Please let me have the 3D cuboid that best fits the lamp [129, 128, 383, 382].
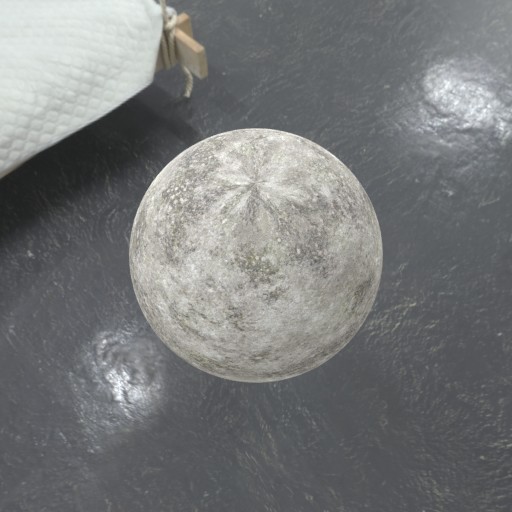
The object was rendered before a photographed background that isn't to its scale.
[{"bbox_3d":[0.000,0.000,0.768,0.422,0.429,0.422,0,64,0],"label":"lamp"}]
